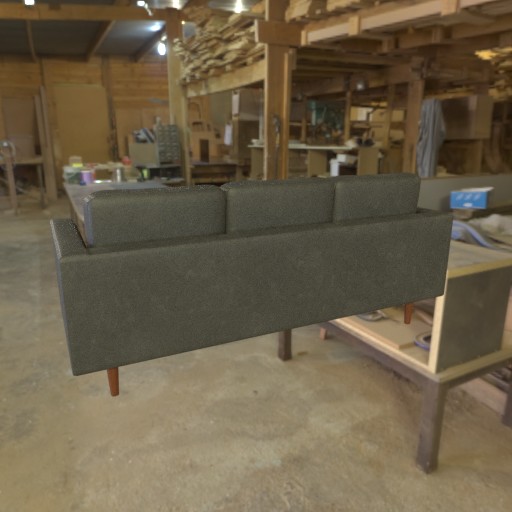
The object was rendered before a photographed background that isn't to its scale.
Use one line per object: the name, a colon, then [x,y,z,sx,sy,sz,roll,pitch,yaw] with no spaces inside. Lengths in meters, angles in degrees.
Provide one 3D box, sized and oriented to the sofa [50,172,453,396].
sofa: [0.000,0.000,2.477,2.029,0.899,0.879,-8,17,-25]
